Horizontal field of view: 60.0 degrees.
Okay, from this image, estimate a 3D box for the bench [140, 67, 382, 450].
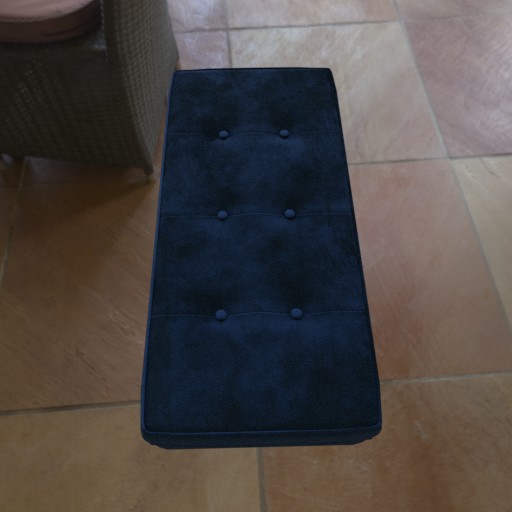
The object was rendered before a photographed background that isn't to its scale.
[{"bbox_3d":[0.000,0.000,1.262,0.489,0.467,1.010,-1,63,-1],"label":"bench"}]
